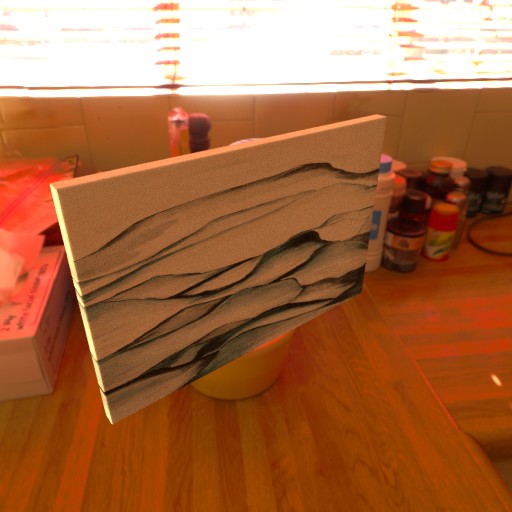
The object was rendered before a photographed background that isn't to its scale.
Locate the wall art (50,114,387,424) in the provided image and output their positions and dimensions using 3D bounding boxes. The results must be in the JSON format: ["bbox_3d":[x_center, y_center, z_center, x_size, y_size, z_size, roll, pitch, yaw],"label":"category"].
[{"bbox_3d":[0.000,0.000,1.181,0.914,0.609,0.039,-21,36,-32],"label":"wall art"}]
